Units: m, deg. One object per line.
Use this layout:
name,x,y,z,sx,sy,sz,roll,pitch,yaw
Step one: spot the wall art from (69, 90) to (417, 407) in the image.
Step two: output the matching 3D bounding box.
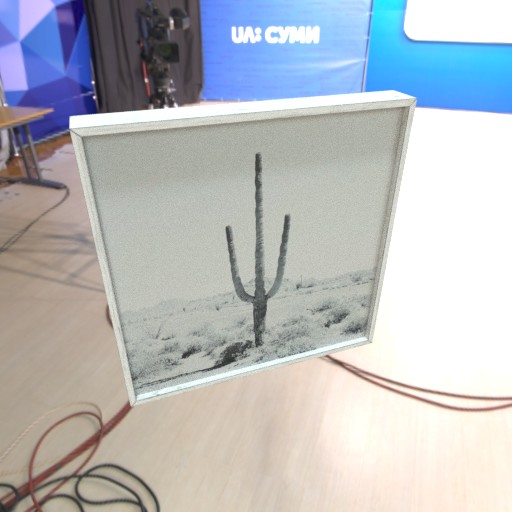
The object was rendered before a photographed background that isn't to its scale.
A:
wall art,0.000,0.000,0.465,0.305,0.305,0.038,-10,33,-16
